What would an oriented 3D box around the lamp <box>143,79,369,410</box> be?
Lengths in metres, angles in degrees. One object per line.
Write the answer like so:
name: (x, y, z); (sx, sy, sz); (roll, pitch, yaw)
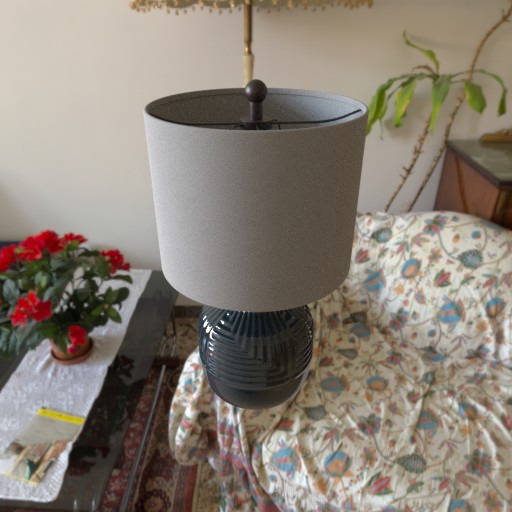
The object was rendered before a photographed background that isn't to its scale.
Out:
lamp: (0.000, 0.000, 0.760); (0.318, 0.567, 0.318); (0, 29, 0)
